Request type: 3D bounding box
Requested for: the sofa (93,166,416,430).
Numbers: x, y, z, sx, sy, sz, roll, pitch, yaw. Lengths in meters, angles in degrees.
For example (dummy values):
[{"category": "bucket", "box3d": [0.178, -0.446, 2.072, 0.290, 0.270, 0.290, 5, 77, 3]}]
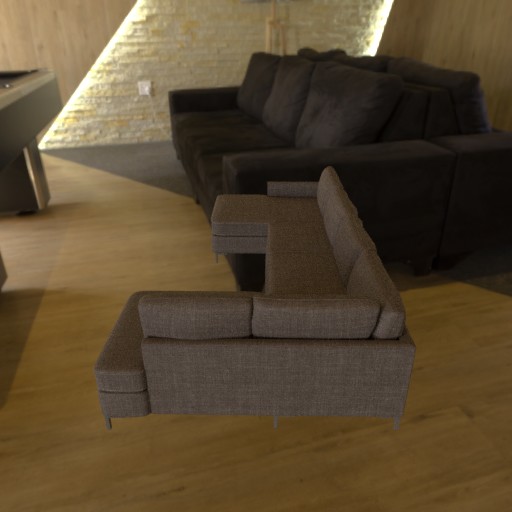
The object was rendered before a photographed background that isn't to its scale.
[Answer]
[{"category": "sofa", "box3d": [0.000, 0.000, 4.338, 2.048, 0.999, 3.423, 0, 27, 1]}]
